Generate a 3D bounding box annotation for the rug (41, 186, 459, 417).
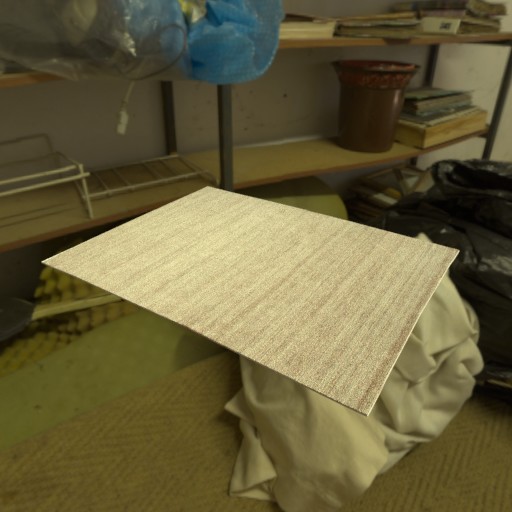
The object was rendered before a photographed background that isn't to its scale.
[{"bbox_3d":[0.000,0.000,4.228,3.202,0.045,2.434,18,34,29],"label":"rug"}]
